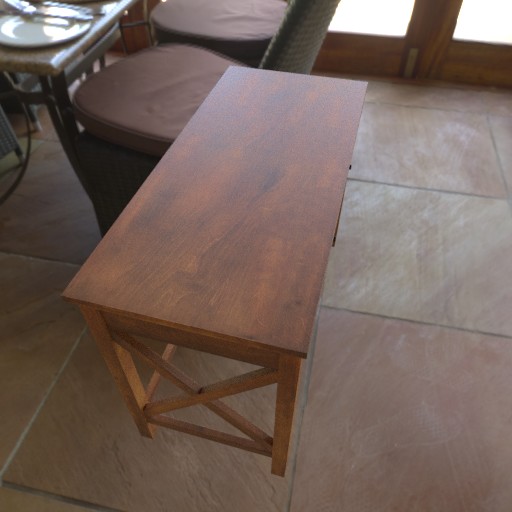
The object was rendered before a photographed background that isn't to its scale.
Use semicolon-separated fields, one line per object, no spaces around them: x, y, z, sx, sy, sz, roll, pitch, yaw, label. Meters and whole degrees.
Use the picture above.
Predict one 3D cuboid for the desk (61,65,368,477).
0.000;0.000;1.493;0.508;0.762;1.117;11;48;11;desk
